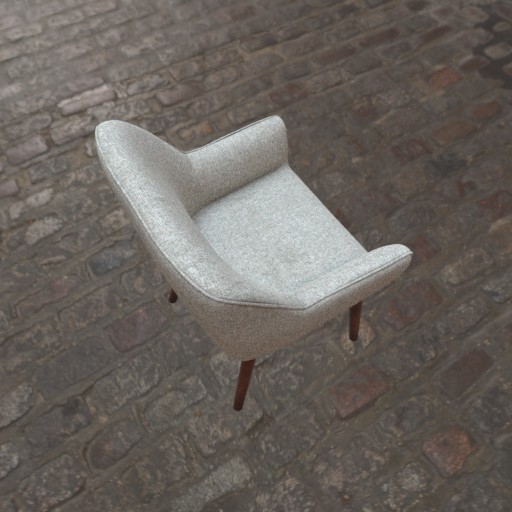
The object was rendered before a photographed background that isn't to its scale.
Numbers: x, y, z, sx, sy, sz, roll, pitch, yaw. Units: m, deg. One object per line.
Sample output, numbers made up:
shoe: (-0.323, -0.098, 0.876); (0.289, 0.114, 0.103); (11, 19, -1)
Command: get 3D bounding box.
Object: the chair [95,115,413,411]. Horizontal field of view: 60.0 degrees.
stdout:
chair: (0.000, 0.000, 1.157); (0.519, 0.803, 0.543); (-29, 63, -16)
